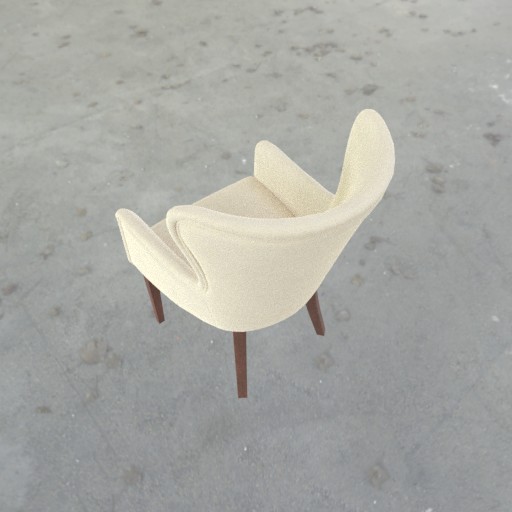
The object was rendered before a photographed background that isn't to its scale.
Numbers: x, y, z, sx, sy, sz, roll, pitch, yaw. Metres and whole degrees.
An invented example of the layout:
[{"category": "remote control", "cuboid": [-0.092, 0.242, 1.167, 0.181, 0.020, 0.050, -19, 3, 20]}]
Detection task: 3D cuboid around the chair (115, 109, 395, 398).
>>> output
[{"category": "chair", "cuboid": [0.000, 0.000, 1.543, 0.696, 0.990, 0.744, -32, 55, -26]}]
